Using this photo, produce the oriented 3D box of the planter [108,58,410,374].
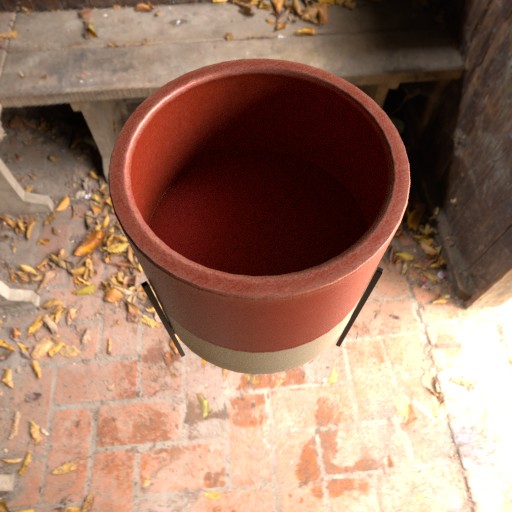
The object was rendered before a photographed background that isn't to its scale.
[{"bbox_3d":[0.000,0.000,0.708,0.354,0.465,0.345,-31,66,-15],"label":"planter"}]
